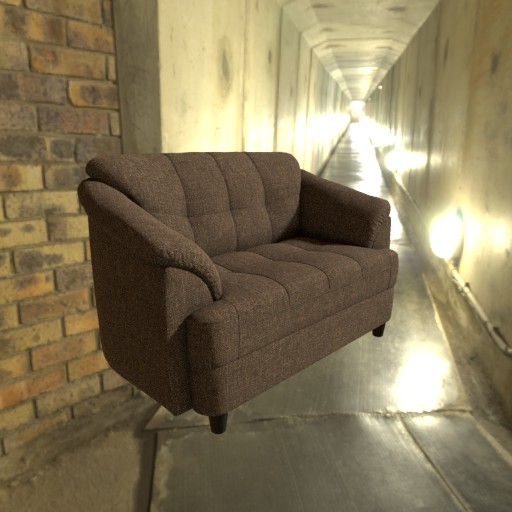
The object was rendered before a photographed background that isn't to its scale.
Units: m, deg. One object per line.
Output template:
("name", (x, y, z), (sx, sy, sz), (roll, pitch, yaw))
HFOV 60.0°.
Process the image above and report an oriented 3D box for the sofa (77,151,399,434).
("sofa", (0.000, 0.000, 1.969), (0.799, 0.895, 1.404), (13, 19, 42))
